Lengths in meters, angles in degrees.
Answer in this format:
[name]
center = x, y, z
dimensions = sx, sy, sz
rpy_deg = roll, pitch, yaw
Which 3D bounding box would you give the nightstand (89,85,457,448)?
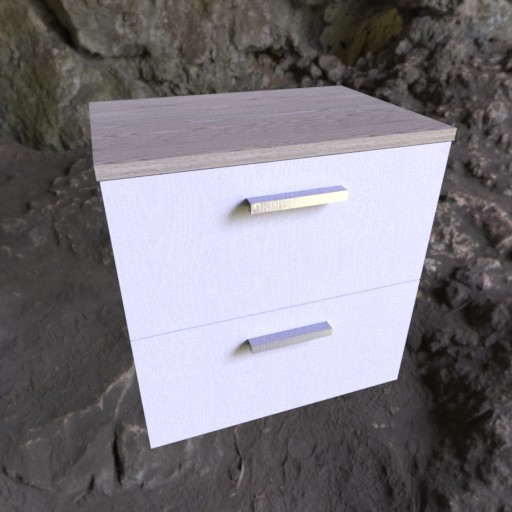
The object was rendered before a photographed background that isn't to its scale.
[nightstand]
center = 0.000, 0.000, 0.741
dimensions = 0.442, 0.461, 0.325
rpy_deg = -10, 32, -16
